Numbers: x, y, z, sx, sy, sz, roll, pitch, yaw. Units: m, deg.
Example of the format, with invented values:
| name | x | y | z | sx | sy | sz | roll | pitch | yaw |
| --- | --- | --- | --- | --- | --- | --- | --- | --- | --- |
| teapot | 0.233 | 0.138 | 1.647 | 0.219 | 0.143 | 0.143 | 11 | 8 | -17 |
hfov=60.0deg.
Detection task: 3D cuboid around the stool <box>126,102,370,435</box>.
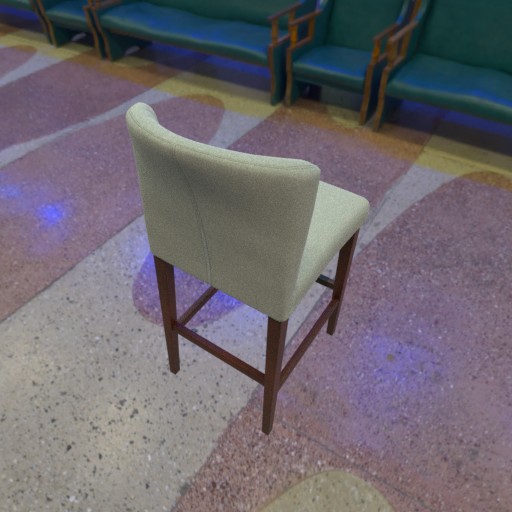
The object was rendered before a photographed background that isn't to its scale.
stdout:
| name | x | y | z | sx | sy | sz | roll | pitch | yaw |
| --- | --- | --- | --- | --- | --- | --- | --- | --- | --- |
| stool | 0.000 | 0.000 | 1.366 | 0.479 | 1.069 | 0.568 | 25 | 51 | 23 |
